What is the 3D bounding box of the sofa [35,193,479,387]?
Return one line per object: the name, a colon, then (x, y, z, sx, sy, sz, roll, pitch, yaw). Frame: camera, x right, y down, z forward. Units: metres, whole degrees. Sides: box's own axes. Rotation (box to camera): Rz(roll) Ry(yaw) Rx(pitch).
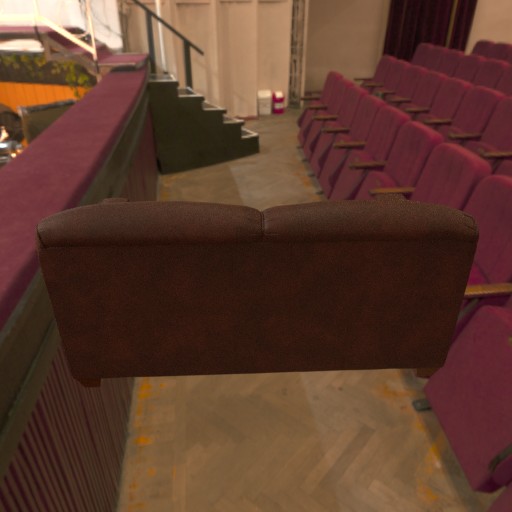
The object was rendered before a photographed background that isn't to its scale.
sofa: (0.000, 0.000, 2.397, 1.856, 0.966, 1.000, -1, 30, -2)
